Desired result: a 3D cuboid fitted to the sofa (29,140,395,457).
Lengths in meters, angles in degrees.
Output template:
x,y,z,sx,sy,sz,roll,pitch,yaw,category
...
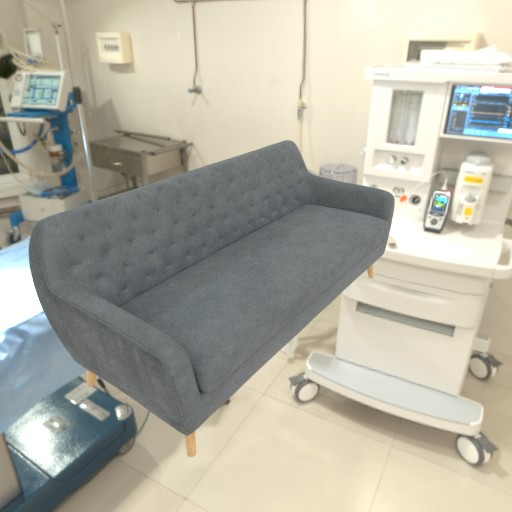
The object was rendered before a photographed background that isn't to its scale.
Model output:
x,y,z,sx,sy,sz,roll,pitch,yaw,category
0.000,0.000,2.347,0.841,0.832,1.975,18,32,32,sofa
